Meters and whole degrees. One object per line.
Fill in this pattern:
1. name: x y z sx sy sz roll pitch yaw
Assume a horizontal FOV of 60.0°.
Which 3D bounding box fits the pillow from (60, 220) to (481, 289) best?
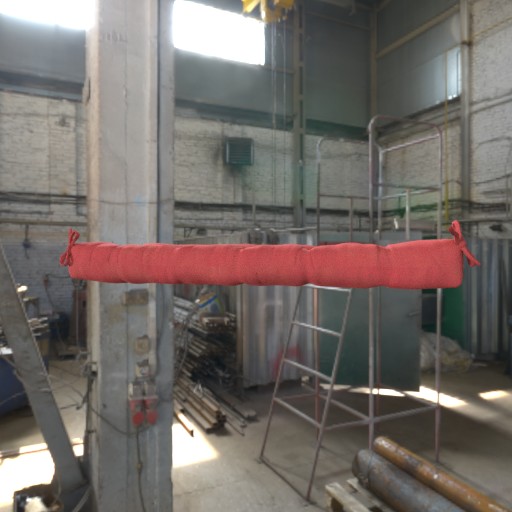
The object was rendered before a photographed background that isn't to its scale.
1. pillow: 0.000 0.000 1.366 1.194 0.174 0.511 0 0 18
